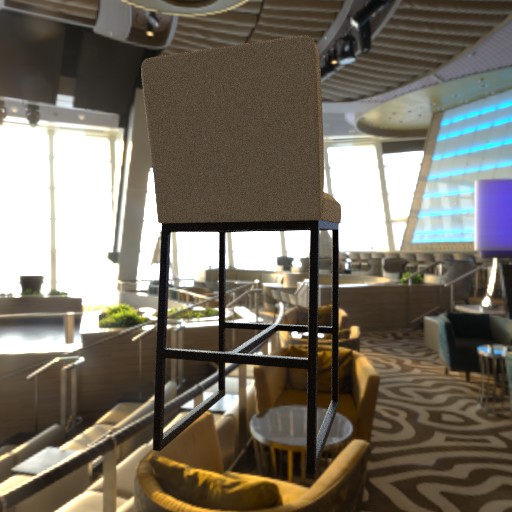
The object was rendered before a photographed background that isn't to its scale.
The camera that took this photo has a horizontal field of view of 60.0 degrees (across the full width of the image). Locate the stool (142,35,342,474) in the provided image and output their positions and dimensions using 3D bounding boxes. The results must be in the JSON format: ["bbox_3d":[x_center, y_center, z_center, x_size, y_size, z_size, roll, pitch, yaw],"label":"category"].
[{"bbox_3d":[0.000,0.000,1.341,0.460,1.040,0.560,0,1,17],"label":"stool"}]
